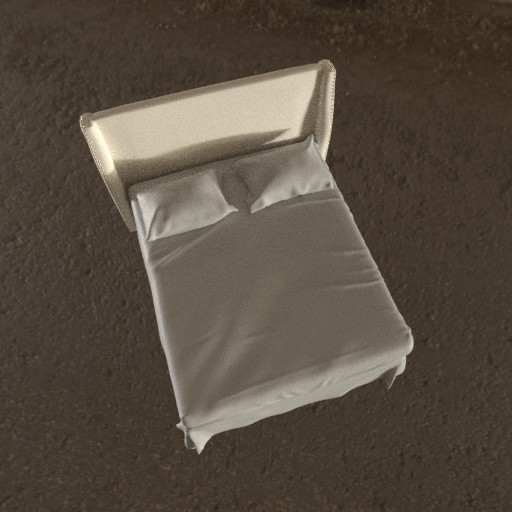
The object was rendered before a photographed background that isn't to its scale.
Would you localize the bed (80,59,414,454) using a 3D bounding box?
[{"bbox_3d":[0.000,0.000,3.335,1.925,1.332,2.276,-16,64,-8],"label":"bed"}]
